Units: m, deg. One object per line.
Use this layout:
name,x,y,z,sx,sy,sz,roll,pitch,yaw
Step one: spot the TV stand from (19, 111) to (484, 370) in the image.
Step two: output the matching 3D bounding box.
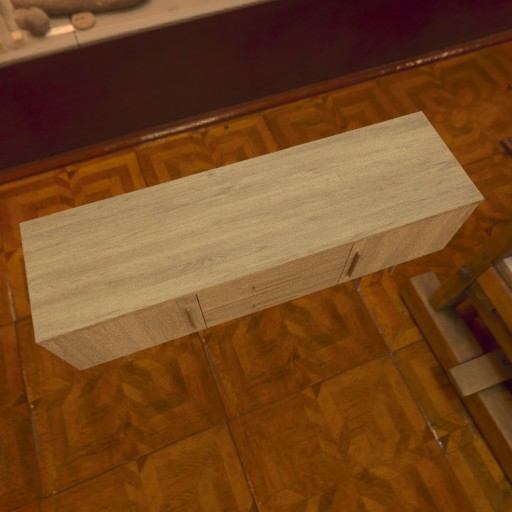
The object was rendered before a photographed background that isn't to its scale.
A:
TV stand,0.000,0.000,1.549,1.313,0.565,0.401,-18,64,-9
